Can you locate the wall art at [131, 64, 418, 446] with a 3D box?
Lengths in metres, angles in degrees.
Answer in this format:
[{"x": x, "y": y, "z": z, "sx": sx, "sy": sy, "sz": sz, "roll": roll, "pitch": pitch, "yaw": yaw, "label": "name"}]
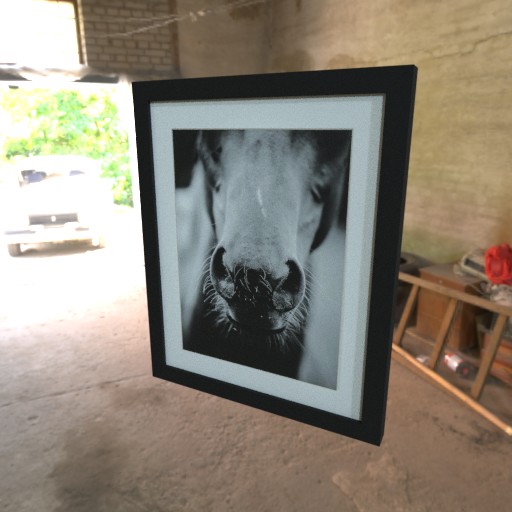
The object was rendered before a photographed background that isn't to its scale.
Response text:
[{"x": 0.000, "y": 0.000, "z": 0.533, "sx": 0.329, "sy": 0.404, "sz": 0.024, "roll": 8, "pitch": 18, "yaw": 26, "label": "wall art"}]
